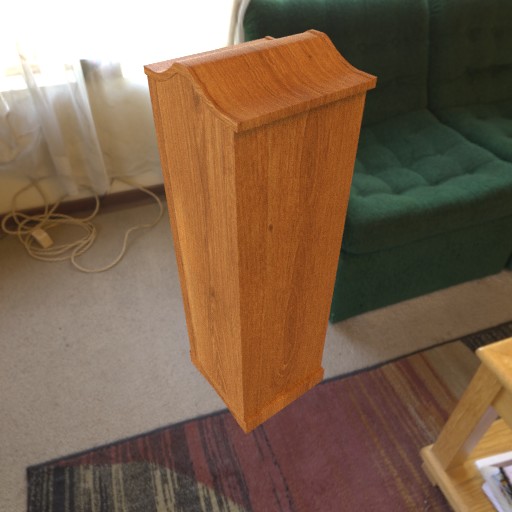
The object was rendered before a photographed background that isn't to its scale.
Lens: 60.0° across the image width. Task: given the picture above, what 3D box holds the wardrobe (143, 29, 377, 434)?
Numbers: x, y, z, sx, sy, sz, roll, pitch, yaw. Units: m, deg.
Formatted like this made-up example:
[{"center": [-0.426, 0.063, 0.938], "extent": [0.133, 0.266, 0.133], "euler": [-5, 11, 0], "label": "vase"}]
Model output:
[{"center": [0.000, 0.000, 2.096], "extent": [0.570, 1.870, 0.590], "euler": [-26, 48, -27], "label": "wardrobe"}]
